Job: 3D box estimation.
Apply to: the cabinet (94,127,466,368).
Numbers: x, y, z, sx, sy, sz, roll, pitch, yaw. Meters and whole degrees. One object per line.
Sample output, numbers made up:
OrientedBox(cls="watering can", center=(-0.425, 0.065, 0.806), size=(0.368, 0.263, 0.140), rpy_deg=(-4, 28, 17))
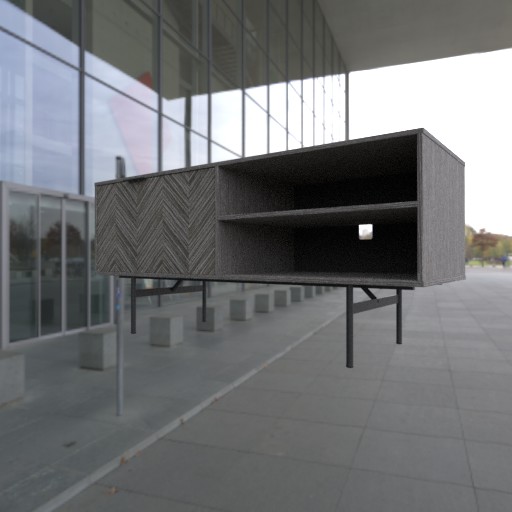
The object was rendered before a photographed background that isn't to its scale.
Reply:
OrientedBox(cls="cabinet", center=(0.000, 0.000, 1.602), size=(1.300, 0.599, 0.500), rpy_deg=(0, 0, 36))
